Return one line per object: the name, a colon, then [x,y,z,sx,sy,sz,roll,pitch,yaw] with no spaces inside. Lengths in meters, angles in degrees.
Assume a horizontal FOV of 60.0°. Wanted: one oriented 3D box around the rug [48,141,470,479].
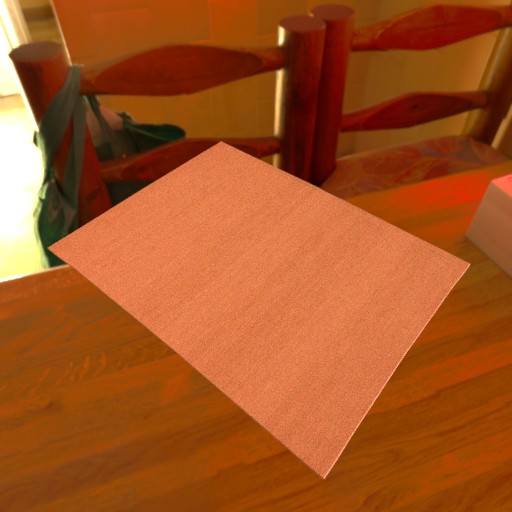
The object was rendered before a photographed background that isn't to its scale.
rug: [0.000,0.000,4.182,3.202,0.045,2.434,32,55,26]
